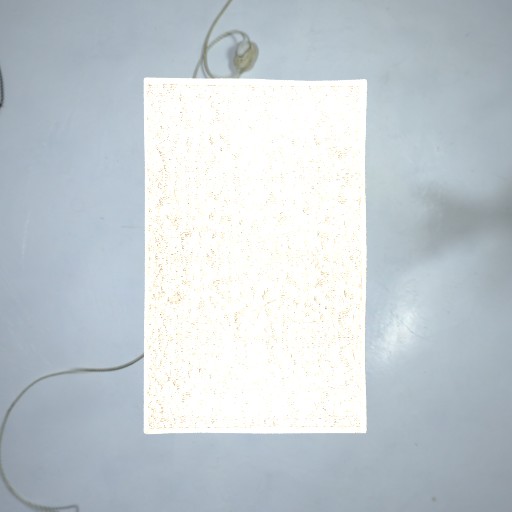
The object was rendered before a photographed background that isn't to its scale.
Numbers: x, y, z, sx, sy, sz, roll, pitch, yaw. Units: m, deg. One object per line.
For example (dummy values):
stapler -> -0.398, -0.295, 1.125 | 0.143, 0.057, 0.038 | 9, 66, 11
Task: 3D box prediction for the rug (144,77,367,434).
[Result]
rug -> 0.000, 0.000, 3.039 | 1.529, 0.012, 2.435 | 0, 90, -1
